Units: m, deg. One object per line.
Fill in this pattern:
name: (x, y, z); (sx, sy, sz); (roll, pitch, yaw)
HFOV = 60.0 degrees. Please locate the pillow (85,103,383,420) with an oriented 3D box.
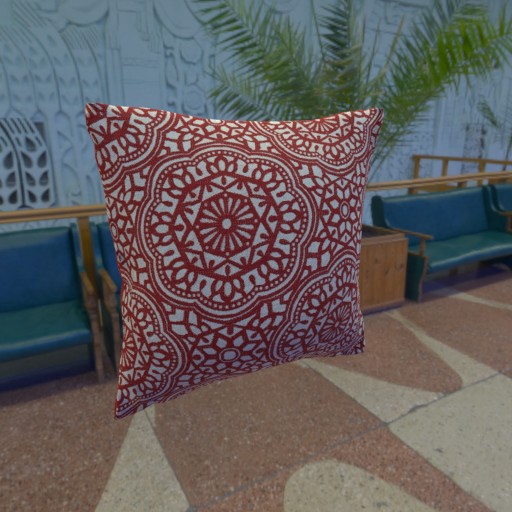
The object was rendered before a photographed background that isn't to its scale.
pillow: (0.000, 0.000, 0.651); (0.438, 0.419, 0.162); (-8, 18, -26)
